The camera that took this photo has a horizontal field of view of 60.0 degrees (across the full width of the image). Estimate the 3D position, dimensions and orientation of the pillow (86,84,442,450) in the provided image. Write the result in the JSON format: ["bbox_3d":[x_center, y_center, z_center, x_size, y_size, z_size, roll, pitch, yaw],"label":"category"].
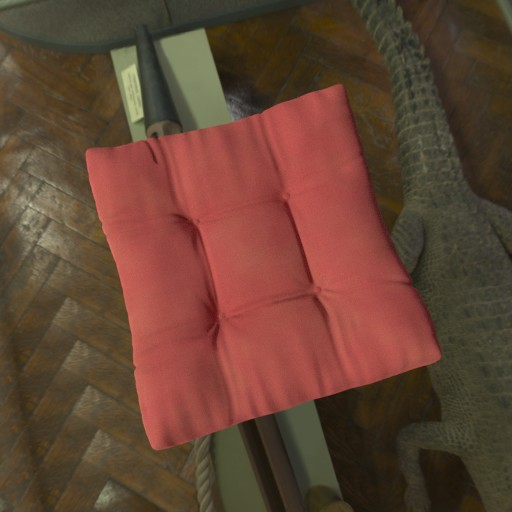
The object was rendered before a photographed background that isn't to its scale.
[{"bbox_3d":[0.000,0.000,0.730,0.468,0.128,0.490,-16,77,-4],"label":"pillow"}]
